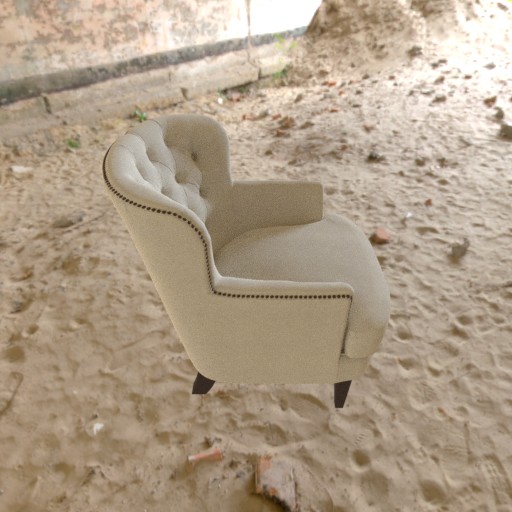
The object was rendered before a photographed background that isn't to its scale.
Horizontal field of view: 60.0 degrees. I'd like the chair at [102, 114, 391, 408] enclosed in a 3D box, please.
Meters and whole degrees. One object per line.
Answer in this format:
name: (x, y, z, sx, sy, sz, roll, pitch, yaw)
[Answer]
chair: (0.000, 0.000, 1.612, 0.906, 0.868, 0.848, 0, 33, 1)
